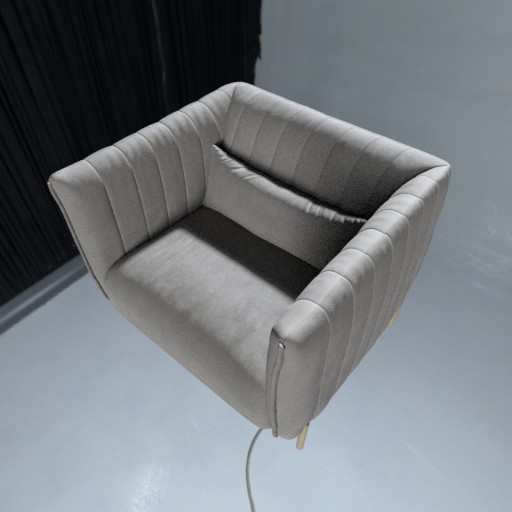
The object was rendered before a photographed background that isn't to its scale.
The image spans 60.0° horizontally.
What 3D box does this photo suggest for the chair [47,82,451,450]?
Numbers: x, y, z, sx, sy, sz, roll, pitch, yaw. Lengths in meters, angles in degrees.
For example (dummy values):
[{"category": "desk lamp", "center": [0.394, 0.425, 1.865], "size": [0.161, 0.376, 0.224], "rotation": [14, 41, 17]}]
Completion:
[{"category": "chair", "center": [0.000, 0.000, 1.602], "size": [0.981, 0.779, 0.873], "rotation": [31, 54, 26]}]
